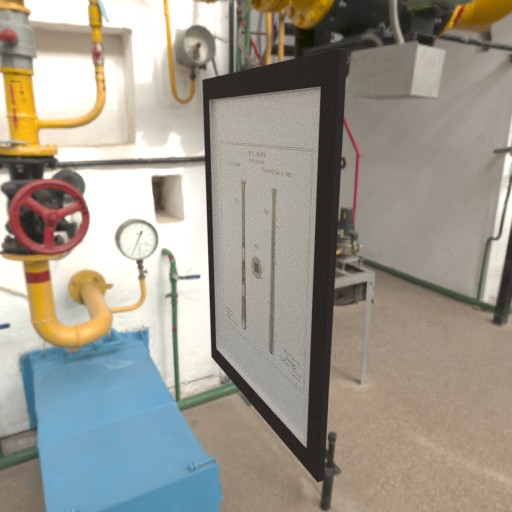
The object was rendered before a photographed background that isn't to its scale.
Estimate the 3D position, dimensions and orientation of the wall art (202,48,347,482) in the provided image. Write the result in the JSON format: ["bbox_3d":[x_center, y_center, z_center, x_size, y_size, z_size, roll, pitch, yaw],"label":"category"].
[{"bbox_3d":[0.000,0.000,0.674,0.012,0.529,0.374,-9,19,-27],"label":"wall art"}]
